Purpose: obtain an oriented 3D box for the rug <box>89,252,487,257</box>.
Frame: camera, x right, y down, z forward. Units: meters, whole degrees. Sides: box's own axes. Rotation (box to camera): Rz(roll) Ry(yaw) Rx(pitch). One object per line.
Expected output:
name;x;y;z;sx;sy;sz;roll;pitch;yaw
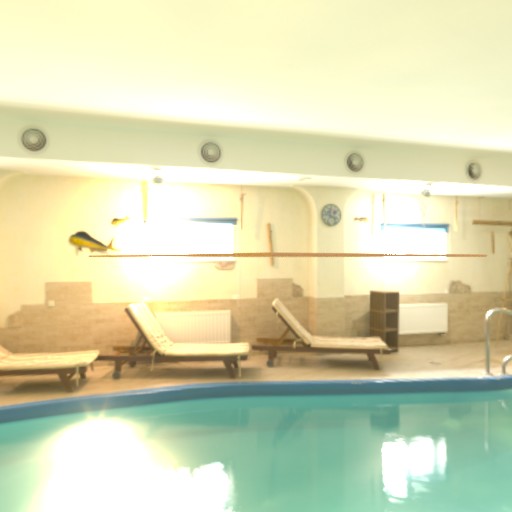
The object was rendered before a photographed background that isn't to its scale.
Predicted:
rug;0.000;0.000;2.921;1.526;0.014;2.290;0;0;-36
